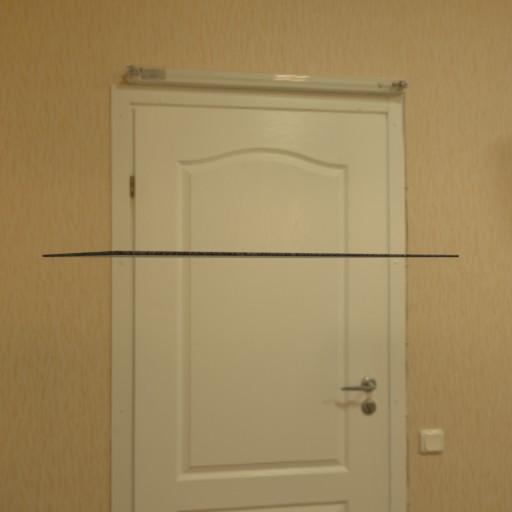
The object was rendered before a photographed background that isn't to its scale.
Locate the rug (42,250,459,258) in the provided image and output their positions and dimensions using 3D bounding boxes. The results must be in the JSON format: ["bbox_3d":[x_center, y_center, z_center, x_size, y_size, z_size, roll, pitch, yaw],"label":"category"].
[{"bbox_3d":[0.000,0.000,2.927,2.330,0.017,1.478,0,-1,-35],"label":"rug"}]
